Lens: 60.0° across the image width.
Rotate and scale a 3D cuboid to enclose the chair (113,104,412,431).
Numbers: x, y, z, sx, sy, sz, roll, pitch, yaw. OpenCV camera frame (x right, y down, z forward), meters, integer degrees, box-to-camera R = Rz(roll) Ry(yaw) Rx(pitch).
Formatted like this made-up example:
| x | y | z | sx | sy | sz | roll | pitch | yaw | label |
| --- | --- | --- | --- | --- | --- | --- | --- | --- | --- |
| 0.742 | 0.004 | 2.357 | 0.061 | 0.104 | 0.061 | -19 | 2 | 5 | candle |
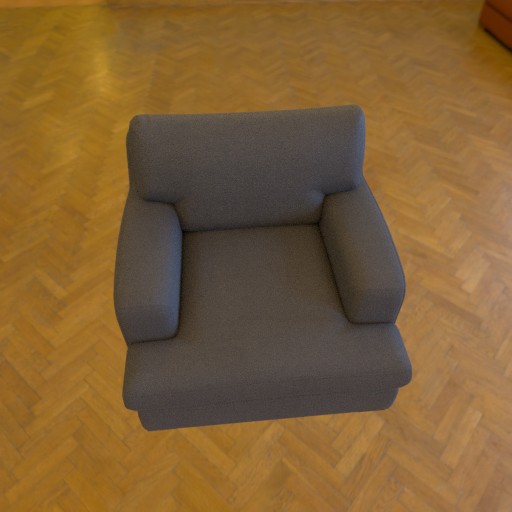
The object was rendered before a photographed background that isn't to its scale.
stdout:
| x | y | z | sx | sy | sz | roll | pitch | yaw | label |
| --- | --- | --- | --- | --- | --- | --- | --- | --- | --- |
| 0.000 | 0.000 | 1.928 | 1.168 | 0.940 | 1.143 | -4 | 46 | -4 | chair |
